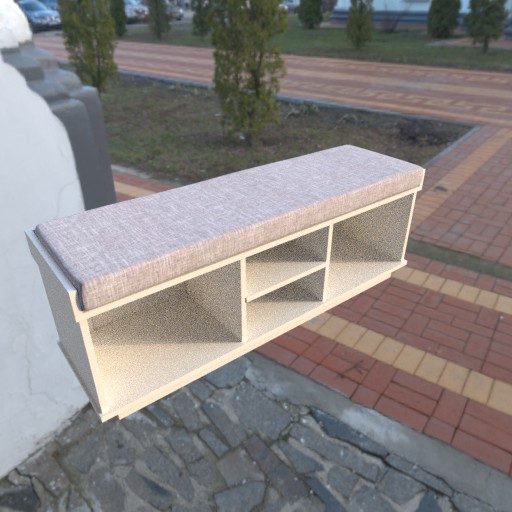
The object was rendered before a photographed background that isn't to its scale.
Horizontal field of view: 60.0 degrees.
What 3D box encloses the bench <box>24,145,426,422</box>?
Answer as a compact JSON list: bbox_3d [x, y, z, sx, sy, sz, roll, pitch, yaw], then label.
[{"bbox_3d":[0.000,0.000,1.411,1.196,0.453,0.363,-21,36,-32],"label":"bench"}]
